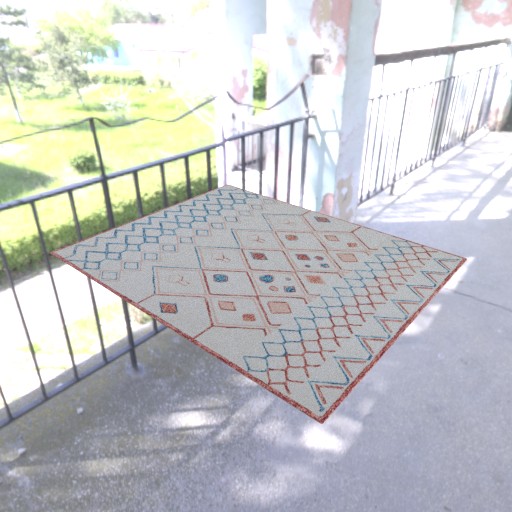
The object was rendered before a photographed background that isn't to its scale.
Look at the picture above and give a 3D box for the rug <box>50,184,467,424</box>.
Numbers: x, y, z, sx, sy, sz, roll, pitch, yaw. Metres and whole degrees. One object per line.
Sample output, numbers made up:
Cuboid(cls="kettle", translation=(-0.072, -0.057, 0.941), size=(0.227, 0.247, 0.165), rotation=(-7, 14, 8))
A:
Cuboid(cls="rug", translation=(0.000, 0.000, 4.143), size=(3.050, 0.016, 2.441), rotation=(23, 36, 34))
